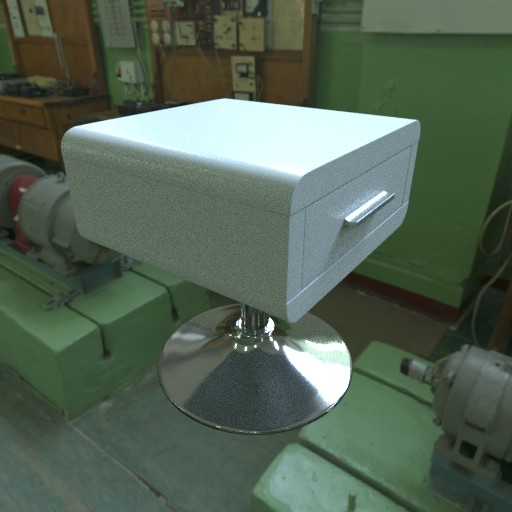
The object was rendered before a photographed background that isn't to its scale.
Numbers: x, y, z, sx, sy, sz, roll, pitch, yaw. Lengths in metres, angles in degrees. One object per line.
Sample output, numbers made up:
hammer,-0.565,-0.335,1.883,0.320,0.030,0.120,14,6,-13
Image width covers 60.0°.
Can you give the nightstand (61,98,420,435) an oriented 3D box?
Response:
nightstand,0.000,0.000,0.765,0.404,0.447,0.399,19,33,31
